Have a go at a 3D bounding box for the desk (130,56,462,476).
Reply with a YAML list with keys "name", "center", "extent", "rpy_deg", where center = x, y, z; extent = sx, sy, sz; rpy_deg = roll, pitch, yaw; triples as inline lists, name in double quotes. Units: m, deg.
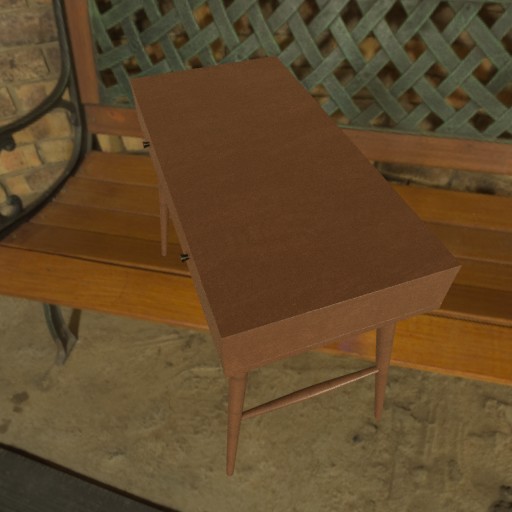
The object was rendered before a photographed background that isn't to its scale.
- name: "desk"
  center: [0.000, 0.000, 1.356]
  extent: [0.510, 0.758, 0.949]
  rpy_deg: [-15, 50, -13]
